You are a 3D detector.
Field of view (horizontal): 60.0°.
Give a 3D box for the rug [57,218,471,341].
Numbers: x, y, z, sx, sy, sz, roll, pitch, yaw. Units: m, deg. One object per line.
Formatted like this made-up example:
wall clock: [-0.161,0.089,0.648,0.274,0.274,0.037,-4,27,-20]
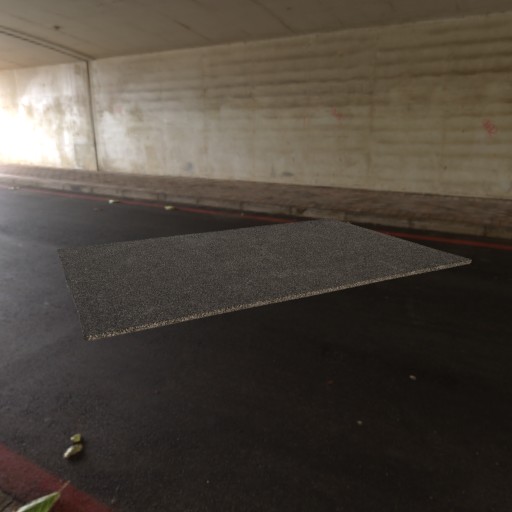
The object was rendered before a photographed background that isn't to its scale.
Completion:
rug: [0.000,0.000,2.961,2.350,0.025,1.502,-8,18,-26]
